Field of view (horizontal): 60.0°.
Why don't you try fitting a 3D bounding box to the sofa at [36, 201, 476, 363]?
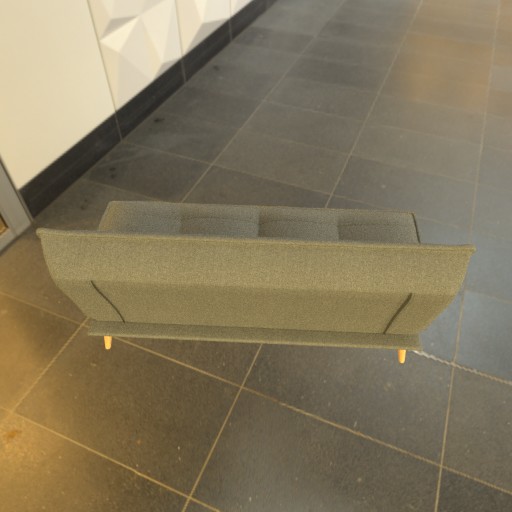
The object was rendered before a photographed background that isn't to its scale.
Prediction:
[{"bbox_3d":[0.000,0.000,2.459,1.940,0.890,0.950,2,47,2],"label":"sofa"}]
